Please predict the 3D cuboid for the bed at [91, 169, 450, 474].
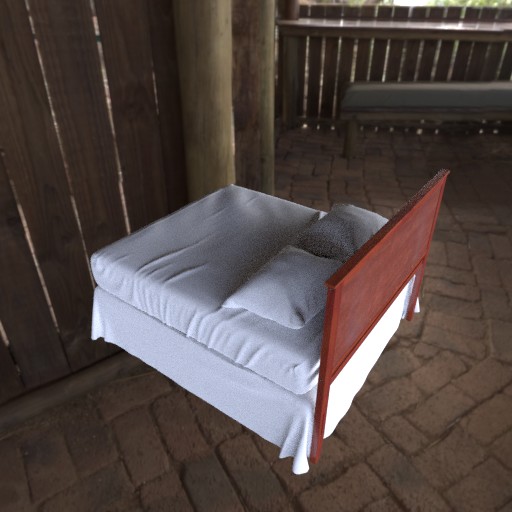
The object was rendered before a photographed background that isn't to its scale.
[{"bbox_3d":[0.000,0.000,3.255,2.050,1.270,1.870,21,38,30],"label":"bed"}]
